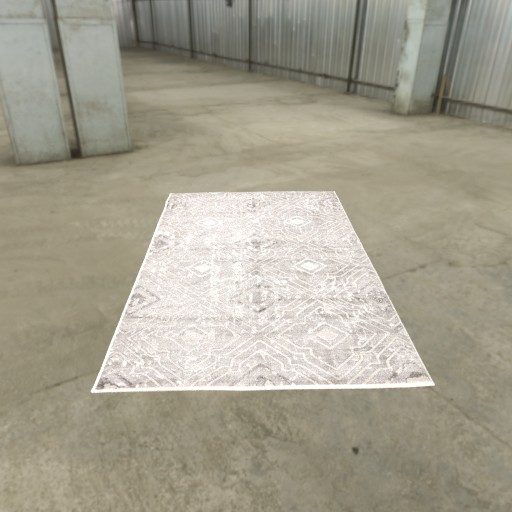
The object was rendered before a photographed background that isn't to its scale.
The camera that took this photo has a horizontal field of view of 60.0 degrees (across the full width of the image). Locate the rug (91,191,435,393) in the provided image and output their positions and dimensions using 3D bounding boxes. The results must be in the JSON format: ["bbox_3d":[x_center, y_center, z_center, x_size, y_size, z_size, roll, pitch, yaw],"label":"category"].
[{"bbox_3d":[0.000,0.000,3.032,1.537,0.036,2.447,-1,29,-1],"label":"rug"}]
